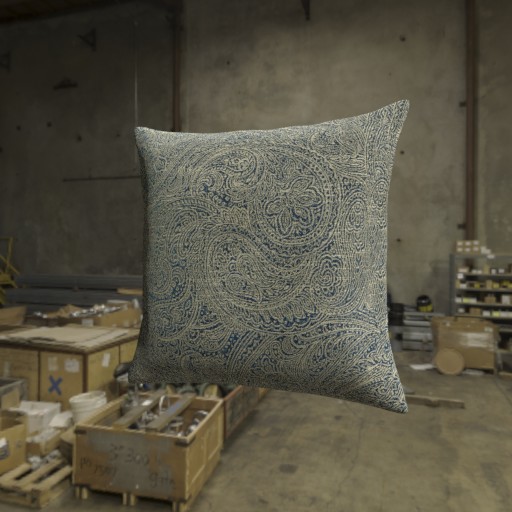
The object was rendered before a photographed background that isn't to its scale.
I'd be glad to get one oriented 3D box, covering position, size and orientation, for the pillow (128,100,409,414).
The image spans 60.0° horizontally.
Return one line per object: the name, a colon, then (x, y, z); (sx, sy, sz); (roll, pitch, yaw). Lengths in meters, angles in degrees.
pillow: (0.000, 0.000, 0.798); (0.523, 0.510, 0.166); (0, 0, 17)
